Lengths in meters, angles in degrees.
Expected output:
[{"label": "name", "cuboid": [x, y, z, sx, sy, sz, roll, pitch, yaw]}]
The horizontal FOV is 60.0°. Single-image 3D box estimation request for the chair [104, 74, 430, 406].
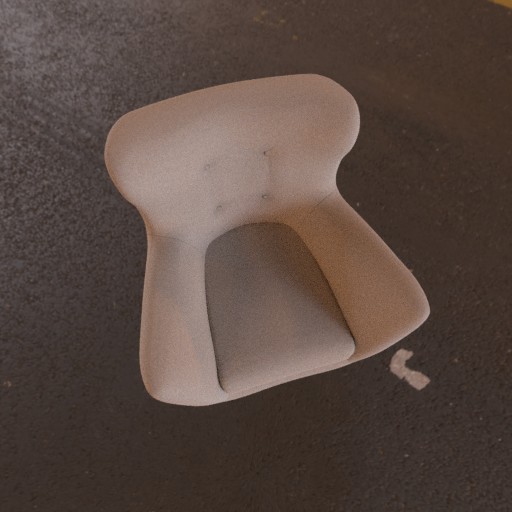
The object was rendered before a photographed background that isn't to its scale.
[{"label": "chair", "cuboid": [0.000, 0.000, 1.613, 0.890, 0.889, 0.889, -15, 65, -7]}]
